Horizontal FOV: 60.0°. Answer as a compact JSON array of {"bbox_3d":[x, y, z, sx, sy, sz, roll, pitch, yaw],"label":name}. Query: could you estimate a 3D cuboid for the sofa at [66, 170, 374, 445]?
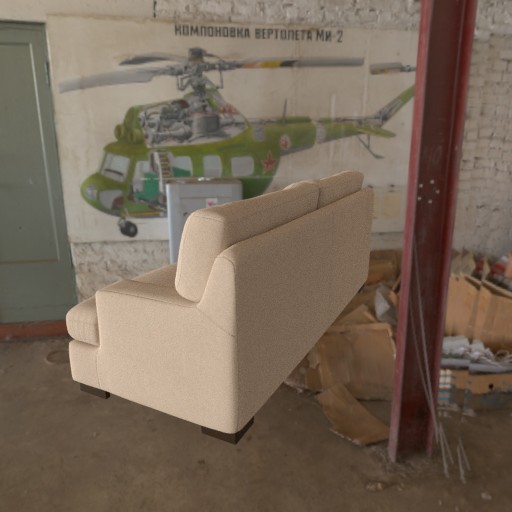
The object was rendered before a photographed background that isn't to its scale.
[{"bbox_3d":[0.000,0.000,2.694,0.929,0.925,2.147,8,17,26],"label":"sofa"}]
